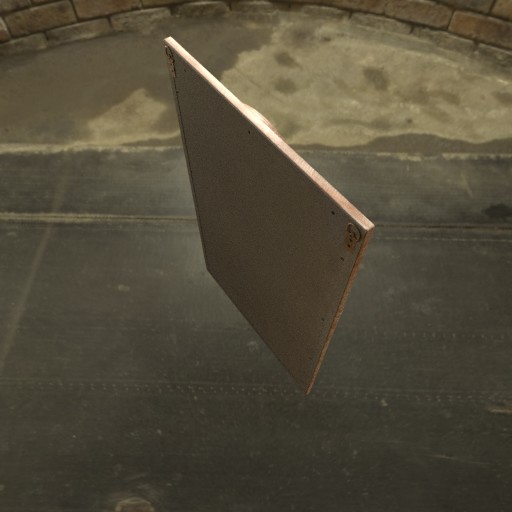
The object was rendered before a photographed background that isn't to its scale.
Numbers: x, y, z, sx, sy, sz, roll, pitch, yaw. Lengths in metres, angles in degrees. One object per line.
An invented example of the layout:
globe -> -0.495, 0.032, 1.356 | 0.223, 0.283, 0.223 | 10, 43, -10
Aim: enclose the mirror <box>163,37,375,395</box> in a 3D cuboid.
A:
mirror -> 0.000, 0.000, 0.988 | 0.058, 0.787, 0.495 | -32, 64, -18
